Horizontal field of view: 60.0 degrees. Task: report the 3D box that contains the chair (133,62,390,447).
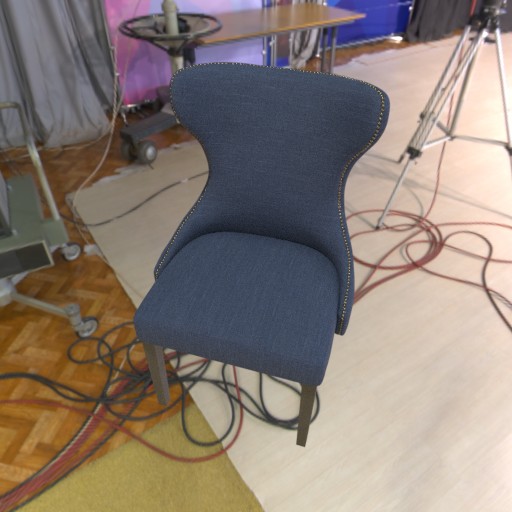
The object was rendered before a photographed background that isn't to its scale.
[{"bbox_3d":[0.000,0.000,1.365,0.628,0.967,0.635,11,42,13],"label":"chair"}]
